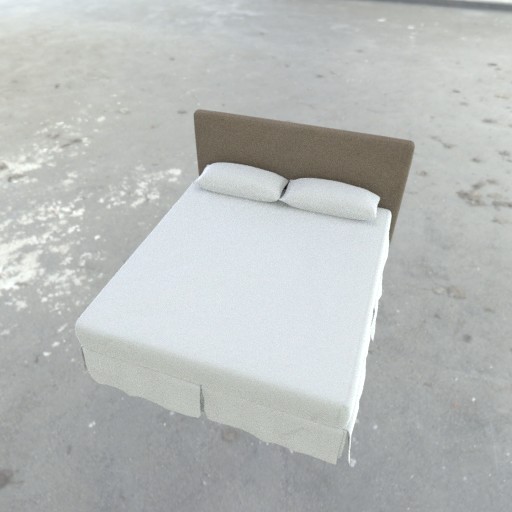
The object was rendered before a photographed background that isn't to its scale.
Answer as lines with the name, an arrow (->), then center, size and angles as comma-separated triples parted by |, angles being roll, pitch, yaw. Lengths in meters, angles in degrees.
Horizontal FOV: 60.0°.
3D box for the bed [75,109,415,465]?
bed -> 0.000, 0.000, 3.617 | 2.119, 1.317, 2.341 | 13, 43, 14
